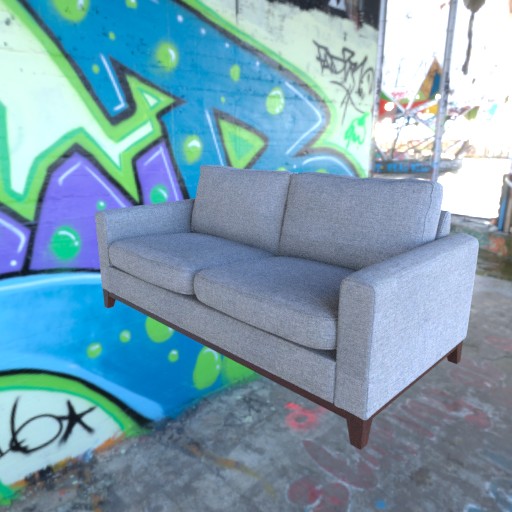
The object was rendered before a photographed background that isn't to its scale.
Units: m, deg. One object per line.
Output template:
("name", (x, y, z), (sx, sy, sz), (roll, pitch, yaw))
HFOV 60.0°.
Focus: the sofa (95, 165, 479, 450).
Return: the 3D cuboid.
("sofa", (0.000, 0.000, 2.428), (1.978, 0.892, 0.969), (15, 21, 43))
